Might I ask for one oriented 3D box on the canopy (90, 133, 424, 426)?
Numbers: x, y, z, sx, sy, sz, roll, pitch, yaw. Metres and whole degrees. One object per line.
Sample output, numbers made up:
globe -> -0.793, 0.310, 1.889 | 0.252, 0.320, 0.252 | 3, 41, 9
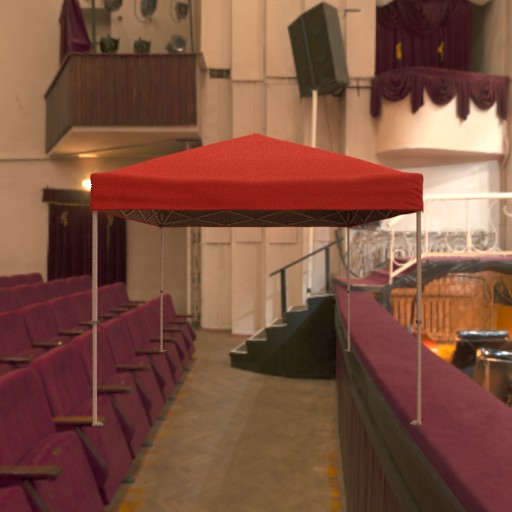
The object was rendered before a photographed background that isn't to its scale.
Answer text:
canopy -> 0.000, 0.000, 5.435 | 2.996, 2.997, 2.998 | 0, 1, 0
